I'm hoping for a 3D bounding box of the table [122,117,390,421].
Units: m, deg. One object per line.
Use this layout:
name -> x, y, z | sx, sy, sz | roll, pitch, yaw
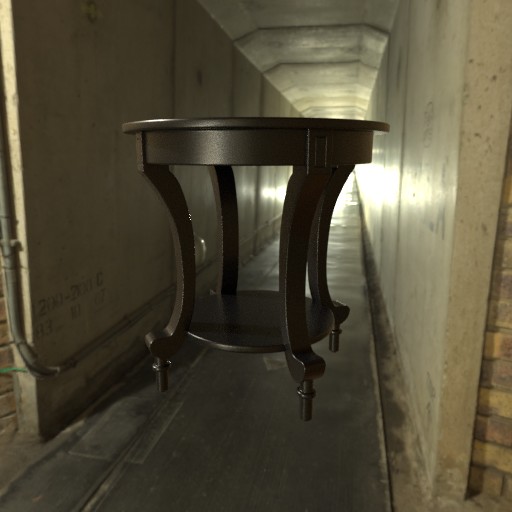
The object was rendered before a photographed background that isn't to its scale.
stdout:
table -> 0.000, 0.000, 1.100 | 0.597, 0.618, 0.597 | 0, 13, 0
